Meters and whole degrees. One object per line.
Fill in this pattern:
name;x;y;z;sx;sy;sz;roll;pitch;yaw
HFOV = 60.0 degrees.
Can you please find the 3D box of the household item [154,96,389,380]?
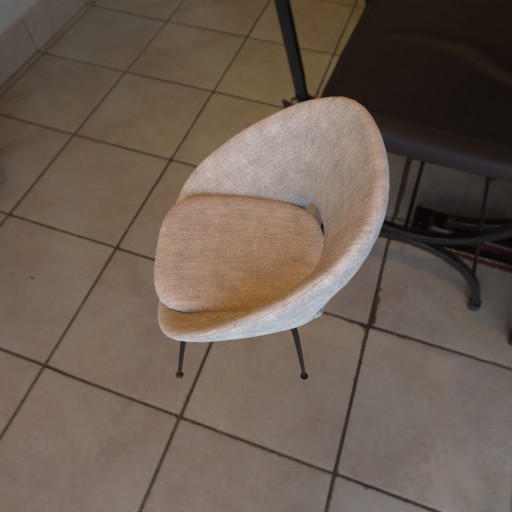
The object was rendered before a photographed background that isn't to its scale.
household item;0.000;0.000;1.323;0.587;0.869;0.643;0;57;0
